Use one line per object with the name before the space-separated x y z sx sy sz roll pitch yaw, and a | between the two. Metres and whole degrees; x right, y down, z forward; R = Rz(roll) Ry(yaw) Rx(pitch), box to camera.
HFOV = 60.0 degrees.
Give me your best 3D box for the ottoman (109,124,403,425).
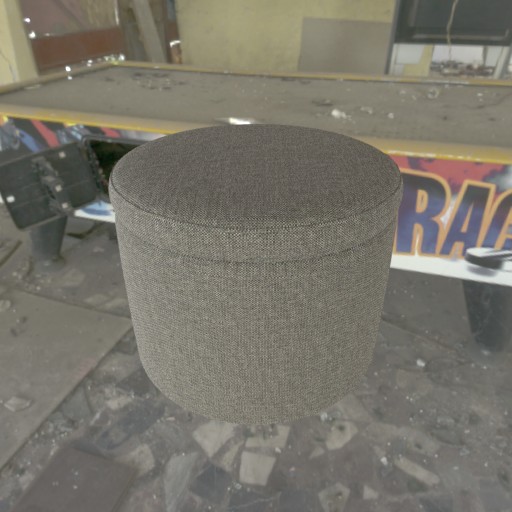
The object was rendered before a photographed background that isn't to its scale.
ottoman | 0.000 0.000 0.900 0.520 0.430 0.520 0 31 0
